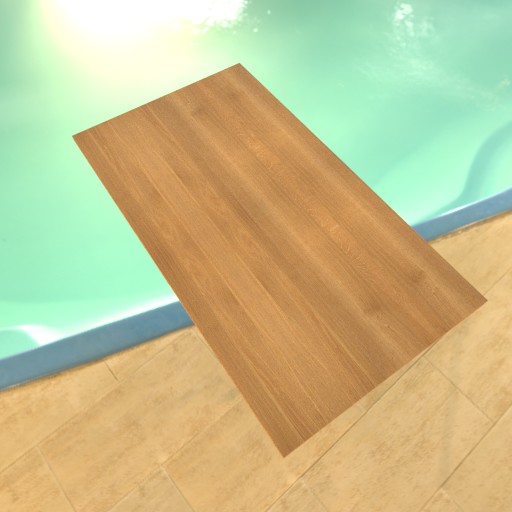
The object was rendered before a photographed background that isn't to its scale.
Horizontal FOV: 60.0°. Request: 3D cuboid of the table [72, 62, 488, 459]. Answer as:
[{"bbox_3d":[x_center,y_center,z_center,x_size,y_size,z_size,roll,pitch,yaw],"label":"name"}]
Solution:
[{"bbox_3d":[0.000,0.000,2.102,0.900,0.750,1.600,-31,64,-17],"label":"table"}]
